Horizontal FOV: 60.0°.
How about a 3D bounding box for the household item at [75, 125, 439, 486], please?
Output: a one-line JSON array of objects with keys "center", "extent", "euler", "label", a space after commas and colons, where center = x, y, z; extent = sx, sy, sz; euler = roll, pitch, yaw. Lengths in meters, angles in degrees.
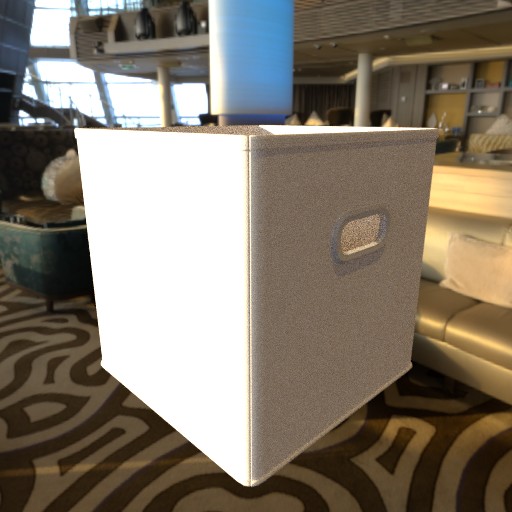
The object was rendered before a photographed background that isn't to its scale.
[{"center": [0.000, 0.000, 0.551], "extent": [0.305, 0.305, 0.305], "euler": [-16, 23, -41], "label": "household item"}]
